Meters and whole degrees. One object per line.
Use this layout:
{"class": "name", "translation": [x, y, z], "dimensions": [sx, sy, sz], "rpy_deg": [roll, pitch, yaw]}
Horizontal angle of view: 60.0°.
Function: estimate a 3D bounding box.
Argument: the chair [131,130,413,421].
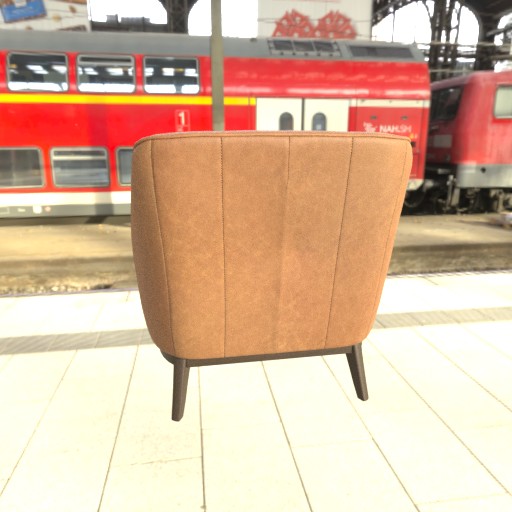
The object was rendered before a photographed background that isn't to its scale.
{"class": "chair", "translation": [0.000, 0.000, 1.554], "dimensions": [0.871, 0.830, 0.852], "rpy_deg": [-3, 15, -10]}
